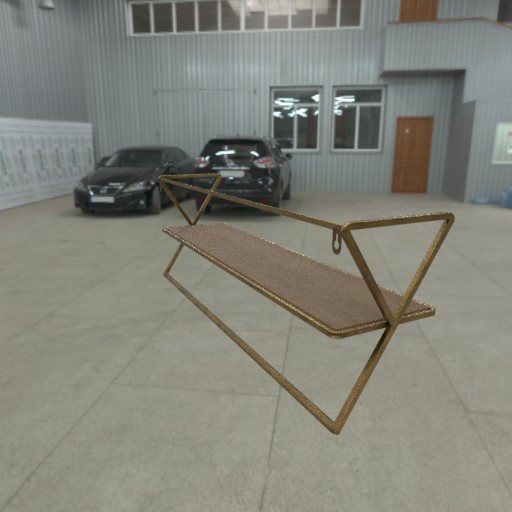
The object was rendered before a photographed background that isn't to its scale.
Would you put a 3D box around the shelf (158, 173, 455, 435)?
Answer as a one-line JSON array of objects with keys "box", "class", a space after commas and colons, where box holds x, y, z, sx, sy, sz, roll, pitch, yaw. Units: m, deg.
[{"box": [0.000, 0.000, 0.749, 0.150, 0.229, 0.645, -7, 16, -26], "class": "shelf"}]
